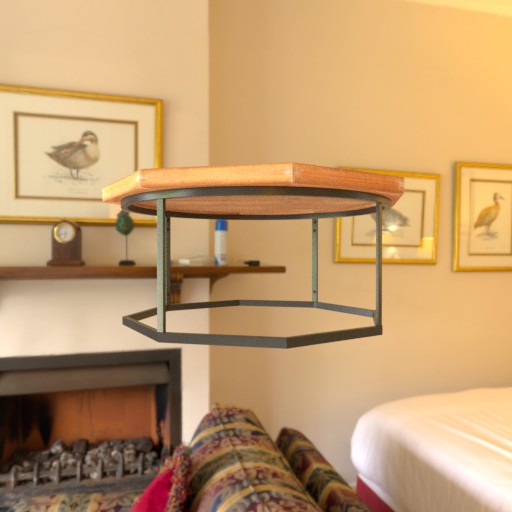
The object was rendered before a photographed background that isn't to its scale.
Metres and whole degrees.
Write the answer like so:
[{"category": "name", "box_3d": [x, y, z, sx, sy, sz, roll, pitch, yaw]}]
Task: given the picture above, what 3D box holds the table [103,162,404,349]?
[{"category": "table", "box_3d": [0.000, 0.000, 1.514, 1.002, 0.444, 1.002, 0, 1, 0]}]
